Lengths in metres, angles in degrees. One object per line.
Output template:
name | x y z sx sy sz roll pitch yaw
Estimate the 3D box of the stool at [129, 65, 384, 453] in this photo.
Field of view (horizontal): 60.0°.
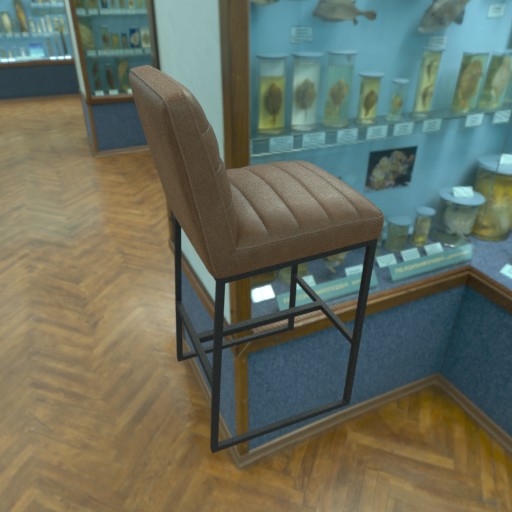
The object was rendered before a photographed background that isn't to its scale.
stool | 0.000 0.000 1.323 0.556 1.040 0.458 -12 33 -19
